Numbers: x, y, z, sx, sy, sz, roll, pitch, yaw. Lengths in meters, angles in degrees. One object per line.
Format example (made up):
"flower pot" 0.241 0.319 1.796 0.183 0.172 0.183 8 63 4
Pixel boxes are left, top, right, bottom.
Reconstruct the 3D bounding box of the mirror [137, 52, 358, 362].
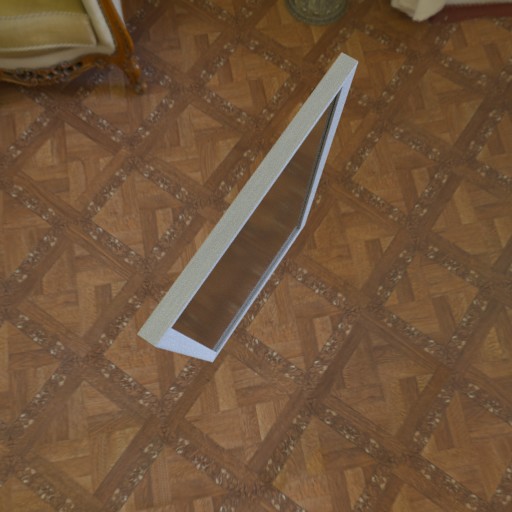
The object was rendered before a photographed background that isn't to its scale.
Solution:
"mirror" 0.000 0.000 1.181 0.040 0.915 0.609 33 78 8
